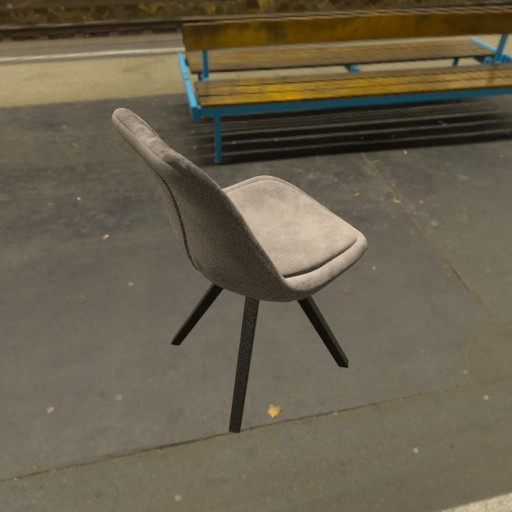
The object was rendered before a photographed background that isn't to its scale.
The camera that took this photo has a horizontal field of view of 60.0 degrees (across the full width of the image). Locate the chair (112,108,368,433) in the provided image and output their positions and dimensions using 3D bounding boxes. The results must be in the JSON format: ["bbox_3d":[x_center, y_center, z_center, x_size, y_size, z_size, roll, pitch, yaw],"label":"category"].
[{"bbox_3d":[0.000,0.000,1.208,0.550,0.850,0.485,-24,46,-25],"label":"chair"}]
